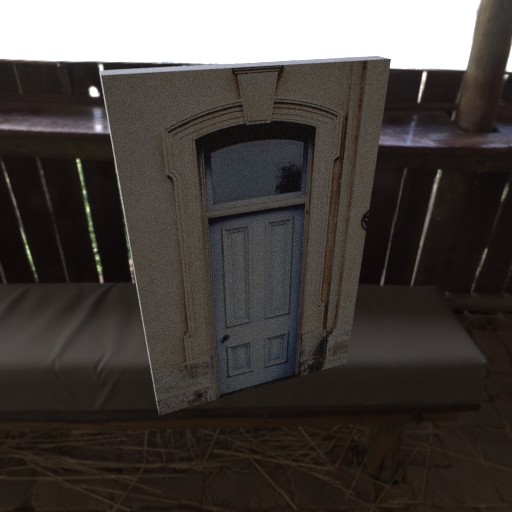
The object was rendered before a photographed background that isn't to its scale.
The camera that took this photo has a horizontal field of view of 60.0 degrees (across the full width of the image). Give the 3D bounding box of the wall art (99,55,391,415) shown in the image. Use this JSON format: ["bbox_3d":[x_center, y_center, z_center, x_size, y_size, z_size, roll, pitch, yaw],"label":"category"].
[{"bbox_3d":[0.000,0.000,0.757,0.403,0.607,0.036,-11,33,-17],"label":"wall art"}]
